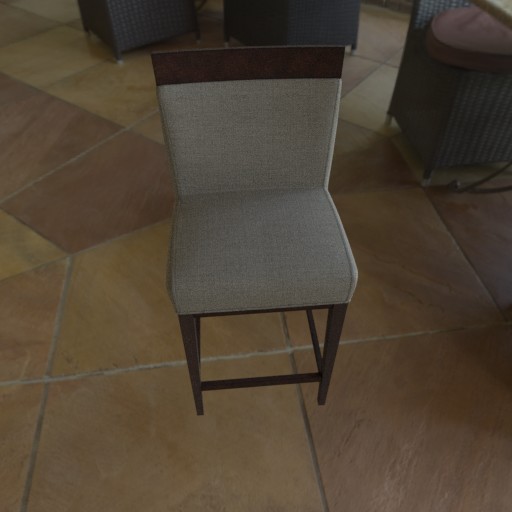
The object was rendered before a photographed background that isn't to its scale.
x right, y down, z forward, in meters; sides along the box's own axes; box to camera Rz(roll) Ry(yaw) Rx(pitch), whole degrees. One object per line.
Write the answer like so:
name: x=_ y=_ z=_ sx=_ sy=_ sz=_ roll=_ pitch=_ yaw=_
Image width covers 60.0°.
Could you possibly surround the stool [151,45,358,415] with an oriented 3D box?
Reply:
stool: x=0.000 y=0.000 z=1.413 sx=0.511 sy=1.117 sz=0.531 roll=-4 pitch=47 yaw=-3
